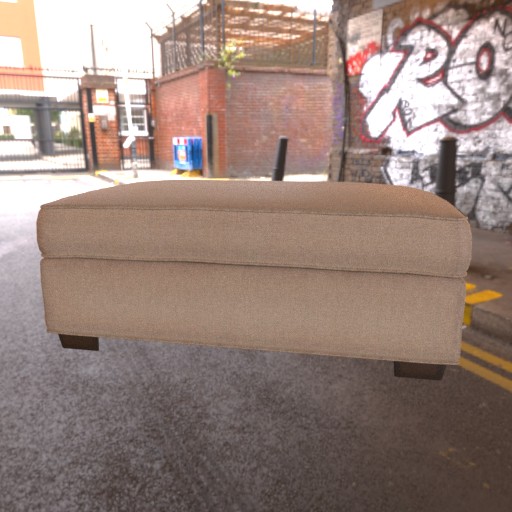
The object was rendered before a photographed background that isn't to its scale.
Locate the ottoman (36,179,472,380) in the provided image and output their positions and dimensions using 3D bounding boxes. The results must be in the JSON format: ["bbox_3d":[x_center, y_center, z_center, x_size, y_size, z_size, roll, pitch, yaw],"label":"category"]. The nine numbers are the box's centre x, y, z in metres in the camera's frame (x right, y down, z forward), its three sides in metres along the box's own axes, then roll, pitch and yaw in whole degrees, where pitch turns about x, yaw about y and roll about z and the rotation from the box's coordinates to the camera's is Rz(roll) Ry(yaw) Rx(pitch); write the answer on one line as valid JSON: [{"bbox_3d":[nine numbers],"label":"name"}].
[{"bbox_3d":[0.000,0.000,1.390,1.097,0.448,0.617,3,15,10],"label":"ottoman"}]
